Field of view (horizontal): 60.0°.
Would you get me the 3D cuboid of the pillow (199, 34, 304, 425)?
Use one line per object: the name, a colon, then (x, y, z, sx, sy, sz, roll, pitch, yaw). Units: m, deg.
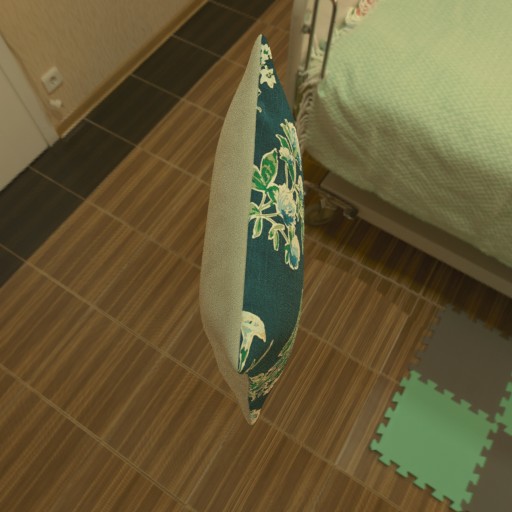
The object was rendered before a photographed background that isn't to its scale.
pillow: (0.000, 0.000, 0.801, 0.166, 0.508, 0.525, 3, 63, 1)
